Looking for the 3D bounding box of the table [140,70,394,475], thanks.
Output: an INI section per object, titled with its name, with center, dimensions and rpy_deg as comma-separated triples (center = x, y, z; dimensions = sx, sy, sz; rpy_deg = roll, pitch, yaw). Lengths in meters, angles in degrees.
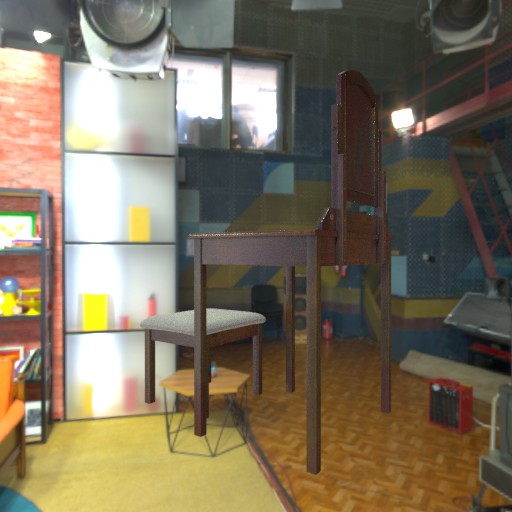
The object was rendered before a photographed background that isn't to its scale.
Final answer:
[table]
center = 0.000, 0.000, 2.321
dimensions = 1.211, 1.631, 0.876
rpy_deg = 0, 0, 36
